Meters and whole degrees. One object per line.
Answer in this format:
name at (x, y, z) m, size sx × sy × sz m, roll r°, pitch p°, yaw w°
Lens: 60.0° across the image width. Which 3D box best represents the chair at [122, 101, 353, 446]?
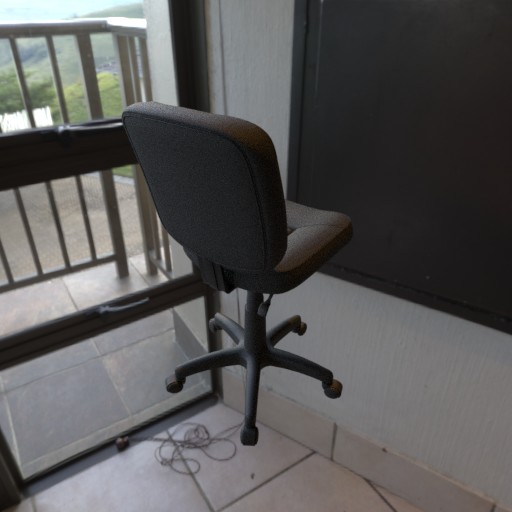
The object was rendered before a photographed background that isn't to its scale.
chair at (0.000, 0.000, 1.362) m, size 0.610 × 0.972 × 0.610 m, roll 22°, pitch 37°, yaw 33°
